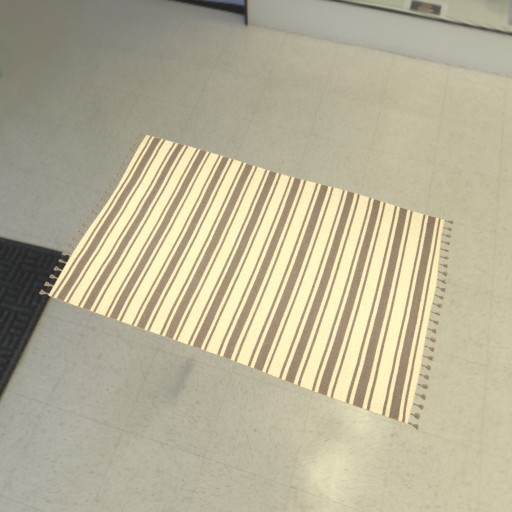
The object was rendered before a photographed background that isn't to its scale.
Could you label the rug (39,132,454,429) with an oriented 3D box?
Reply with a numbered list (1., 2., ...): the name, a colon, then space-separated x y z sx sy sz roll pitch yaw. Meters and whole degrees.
1. rug: 0.000 0.000 2.520 2.096 0.011 1.229 18 64 9
